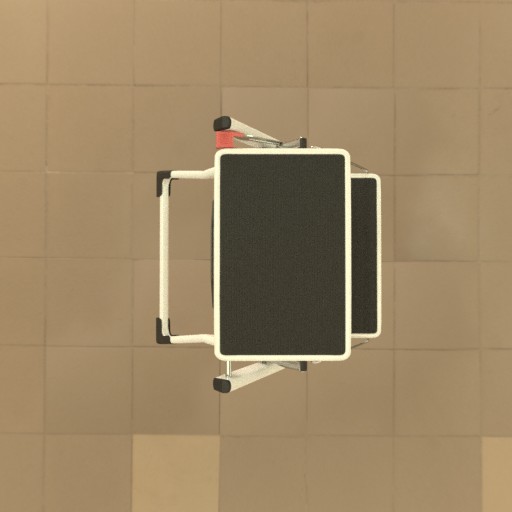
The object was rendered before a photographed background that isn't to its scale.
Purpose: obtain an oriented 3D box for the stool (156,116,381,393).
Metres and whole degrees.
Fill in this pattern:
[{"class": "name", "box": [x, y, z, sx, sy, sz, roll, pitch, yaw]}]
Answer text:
[{"class": "stool", "box": [0.000, 0.000, 0.876, 0.490, 0.445, 0.485, 0, 89, 0]}]
